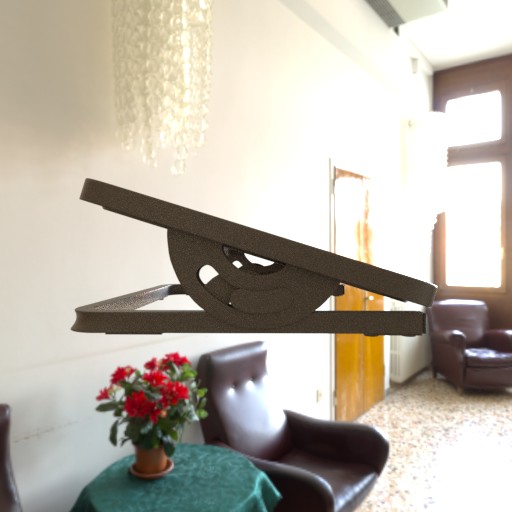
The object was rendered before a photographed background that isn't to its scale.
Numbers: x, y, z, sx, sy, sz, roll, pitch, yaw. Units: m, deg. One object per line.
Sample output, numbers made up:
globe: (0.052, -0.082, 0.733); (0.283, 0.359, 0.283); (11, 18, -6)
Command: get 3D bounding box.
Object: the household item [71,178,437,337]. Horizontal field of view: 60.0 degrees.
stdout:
household item: (0.000, 0.000, 0.529); (0.301, 0.126, 0.390); (0, 0, 1)
